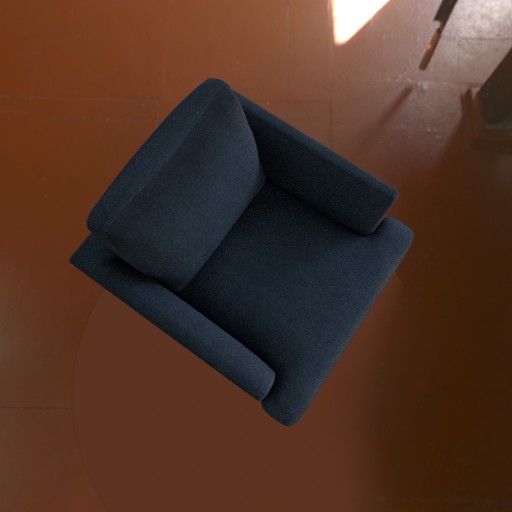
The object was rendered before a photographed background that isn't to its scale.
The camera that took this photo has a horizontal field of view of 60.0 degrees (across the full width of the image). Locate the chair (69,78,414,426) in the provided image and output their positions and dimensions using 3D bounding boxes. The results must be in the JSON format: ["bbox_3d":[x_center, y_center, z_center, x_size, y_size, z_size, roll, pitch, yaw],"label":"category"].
[{"bbox_3d":[0.000,0.000,1.630,0.899,0.957,0.858,34,77,9],"label":"chair"}]
